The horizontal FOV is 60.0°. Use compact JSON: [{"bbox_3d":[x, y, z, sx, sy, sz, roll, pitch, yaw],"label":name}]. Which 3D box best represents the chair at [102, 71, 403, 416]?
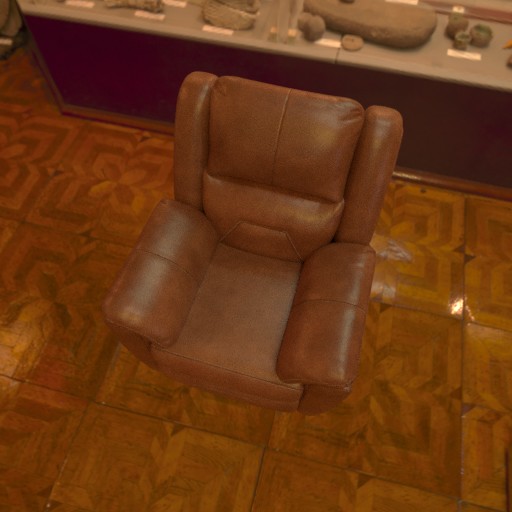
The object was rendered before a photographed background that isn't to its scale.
[{"bbox_3d":[0.000,0.000,1.899,0.990,1.093,1.041,14,60,8],"label":"chair"}]
